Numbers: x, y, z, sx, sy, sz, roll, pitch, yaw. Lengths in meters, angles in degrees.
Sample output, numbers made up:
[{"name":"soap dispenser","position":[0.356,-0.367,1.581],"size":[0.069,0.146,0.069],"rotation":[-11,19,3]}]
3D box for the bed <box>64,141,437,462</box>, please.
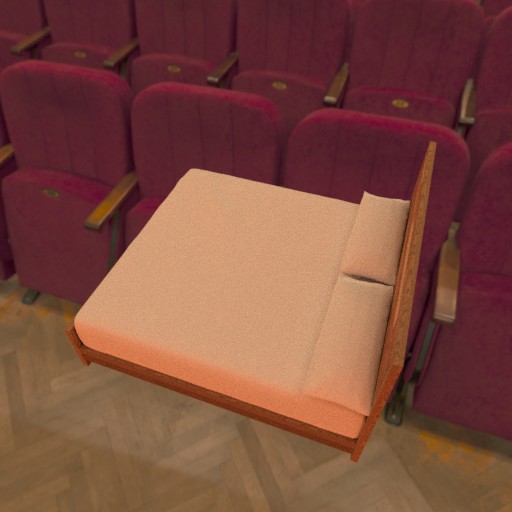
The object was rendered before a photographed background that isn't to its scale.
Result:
[{"name":"bed","position":[0.000,0.000,3.437],"size":[2.184,1.295,2.013],"rotation":[15,49,13]}]
